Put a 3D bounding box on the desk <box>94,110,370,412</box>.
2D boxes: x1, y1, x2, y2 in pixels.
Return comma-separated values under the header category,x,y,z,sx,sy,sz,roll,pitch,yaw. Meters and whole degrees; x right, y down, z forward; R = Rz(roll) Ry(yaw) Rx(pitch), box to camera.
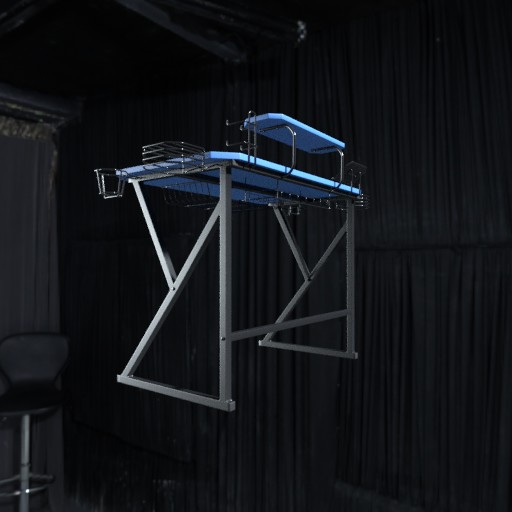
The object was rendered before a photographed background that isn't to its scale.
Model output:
category,x,y,z,sx,sy,sz,roll,pitch,yaw
desk,0.000,0.000,1.775,0.594,0.909,1.295,0,-1,37
